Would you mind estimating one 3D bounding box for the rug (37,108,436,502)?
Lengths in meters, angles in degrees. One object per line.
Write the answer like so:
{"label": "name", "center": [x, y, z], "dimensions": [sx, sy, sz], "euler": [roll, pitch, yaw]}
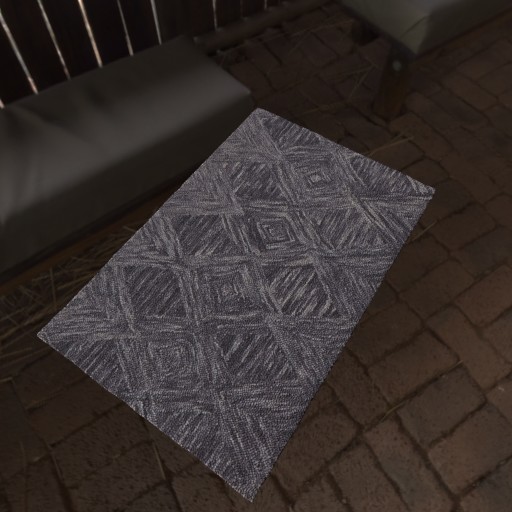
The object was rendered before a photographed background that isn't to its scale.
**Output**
{"label": "rug", "center": [0.000, 0.000, 2.224], "dimensions": [1.186, 0.012, 1.814], "euler": [30, 64, 16]}
